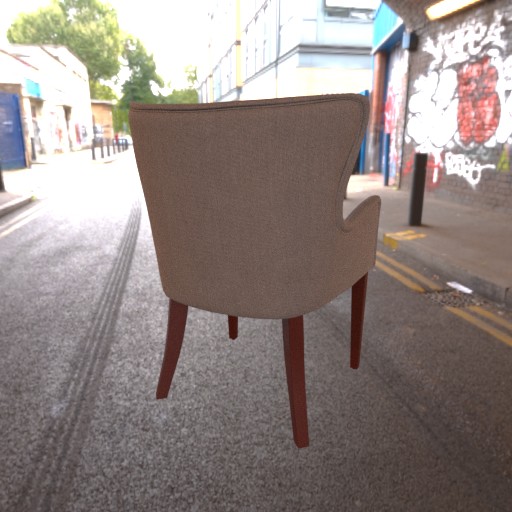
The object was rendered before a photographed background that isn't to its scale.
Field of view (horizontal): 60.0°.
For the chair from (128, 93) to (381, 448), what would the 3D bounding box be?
[{"bbox_3d":[0.000,0.000,1.432,0.732,0.948,0.677,8,17,27],"label":"chair"}]
